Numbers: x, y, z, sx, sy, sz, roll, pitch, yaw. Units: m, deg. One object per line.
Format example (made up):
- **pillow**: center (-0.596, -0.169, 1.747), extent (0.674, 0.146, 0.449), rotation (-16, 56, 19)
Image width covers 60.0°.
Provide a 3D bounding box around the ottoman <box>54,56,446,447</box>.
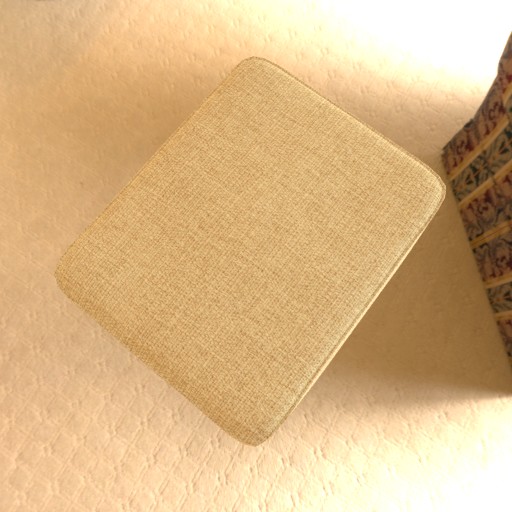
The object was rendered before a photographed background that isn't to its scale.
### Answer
- **ottoman**: center (0.000, 0.000, 1.143), extent (0.589, 0.537, 0.738), rotation (37, 79, 9)
